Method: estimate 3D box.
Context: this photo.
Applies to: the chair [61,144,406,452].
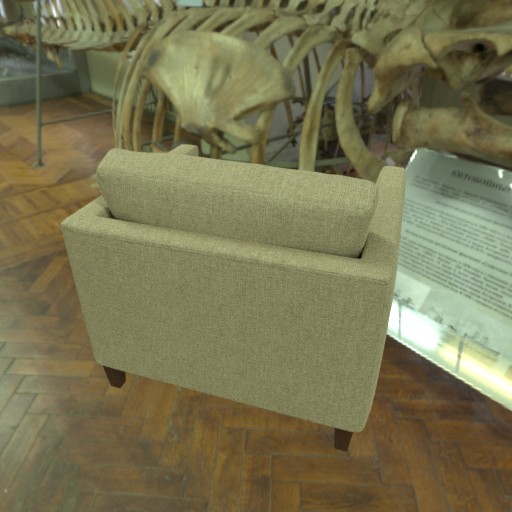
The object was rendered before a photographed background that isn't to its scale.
[{"bbox_3d":[0.000,0.000,1.852,1.107,0.987,0.959,10,33,16],"label":"chair"}]
